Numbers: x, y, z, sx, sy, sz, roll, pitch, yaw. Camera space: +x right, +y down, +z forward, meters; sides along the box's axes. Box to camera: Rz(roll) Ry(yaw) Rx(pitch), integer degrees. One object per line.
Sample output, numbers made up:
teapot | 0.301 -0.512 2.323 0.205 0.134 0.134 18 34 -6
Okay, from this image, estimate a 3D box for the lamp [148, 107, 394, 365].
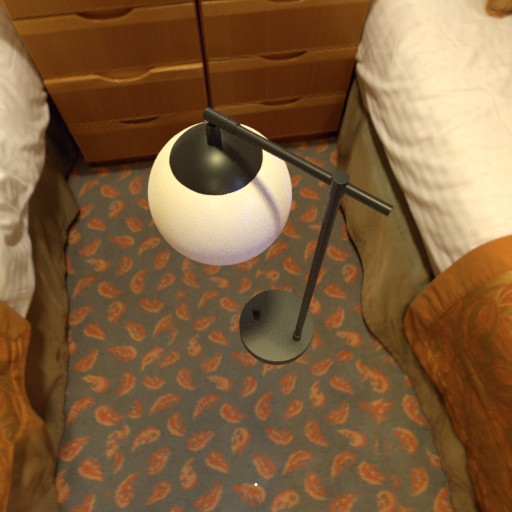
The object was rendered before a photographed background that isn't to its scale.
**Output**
lamp | 0.000 0.000 0.707 0.316 0.559 0.197 32 67 15
